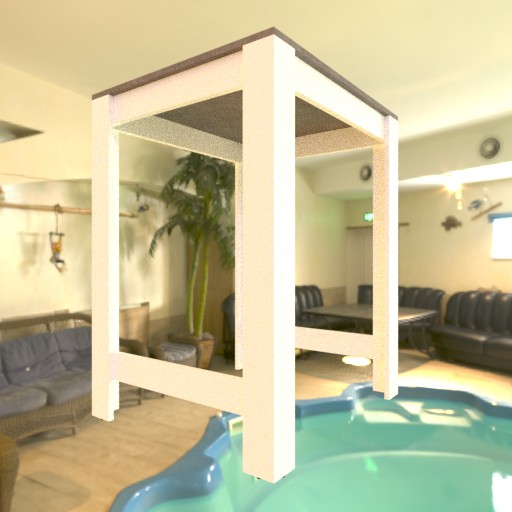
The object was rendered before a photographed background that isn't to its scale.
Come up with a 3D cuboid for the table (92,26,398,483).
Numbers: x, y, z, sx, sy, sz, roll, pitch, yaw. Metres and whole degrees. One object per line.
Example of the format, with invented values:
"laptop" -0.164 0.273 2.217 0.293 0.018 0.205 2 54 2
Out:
"table" 0.000 0.000 1.514 0.700 1.020 0.800 0 0 37
